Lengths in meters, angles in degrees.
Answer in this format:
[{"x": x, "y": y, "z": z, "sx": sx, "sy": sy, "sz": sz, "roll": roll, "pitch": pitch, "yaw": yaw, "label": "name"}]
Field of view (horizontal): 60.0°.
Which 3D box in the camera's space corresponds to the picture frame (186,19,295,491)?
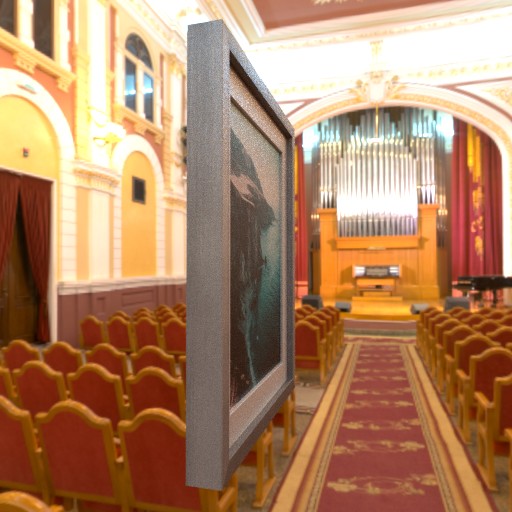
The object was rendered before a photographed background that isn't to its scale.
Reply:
[{"x": 0.000, "y": 0.000, "z": 0.743, "sx": 0.046, "sy": 0.555, "sz": 0.449, "roll": 0, "pitch": -1, "yaw": 16, "label": "picture frame"}]
